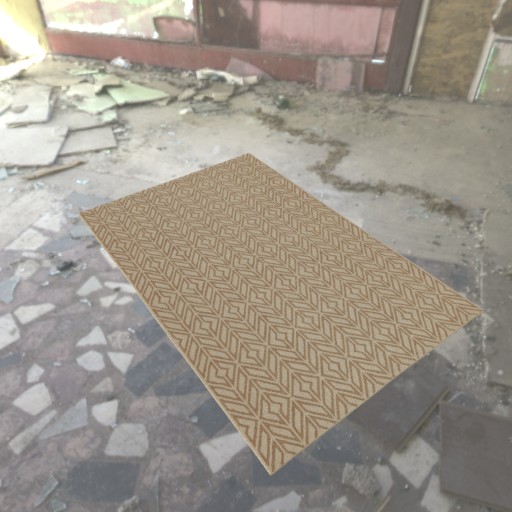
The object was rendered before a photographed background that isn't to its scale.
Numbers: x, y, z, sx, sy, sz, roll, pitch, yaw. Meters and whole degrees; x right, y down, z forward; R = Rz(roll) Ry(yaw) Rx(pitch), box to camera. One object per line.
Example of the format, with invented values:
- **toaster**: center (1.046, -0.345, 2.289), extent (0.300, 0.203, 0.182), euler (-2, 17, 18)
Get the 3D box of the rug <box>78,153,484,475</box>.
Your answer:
- **rug**: center (0.000, 0.000, 2.286), extent (1.220, 0.007, 1.828), euler (-26, 47, -26)
